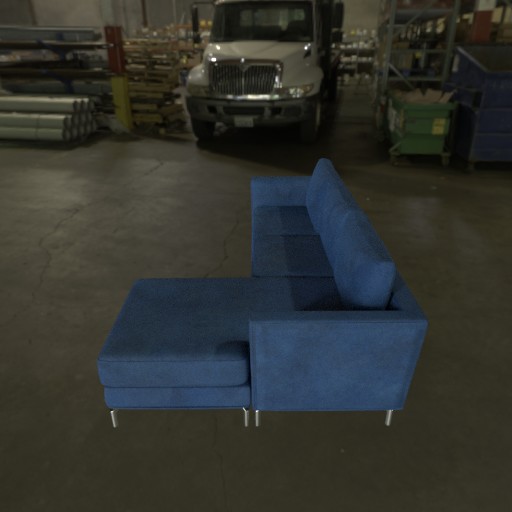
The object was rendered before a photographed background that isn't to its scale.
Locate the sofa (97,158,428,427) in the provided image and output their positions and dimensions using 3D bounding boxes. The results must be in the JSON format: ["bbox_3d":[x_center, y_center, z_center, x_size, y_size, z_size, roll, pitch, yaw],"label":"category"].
[{"bbox_3d":[0.000,0.000,3.275,1.622,0.987,2.438,0,26,0],"label":"sofa"}]
